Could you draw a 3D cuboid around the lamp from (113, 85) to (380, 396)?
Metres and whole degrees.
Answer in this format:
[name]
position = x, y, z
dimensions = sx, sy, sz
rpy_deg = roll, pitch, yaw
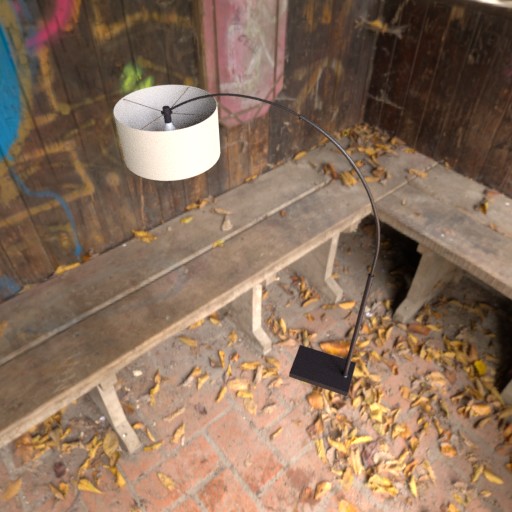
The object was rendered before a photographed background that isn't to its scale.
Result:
[lamp]
position = 0.000, 0.000, 2.599
dimensions = 1.424, 1.927, 0.493
rpy_deg = 15, 46, 15
